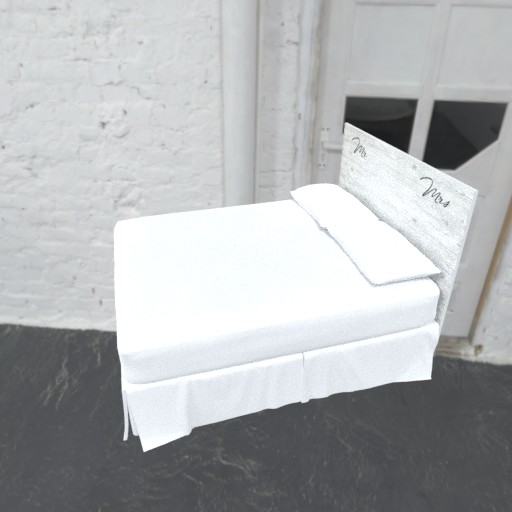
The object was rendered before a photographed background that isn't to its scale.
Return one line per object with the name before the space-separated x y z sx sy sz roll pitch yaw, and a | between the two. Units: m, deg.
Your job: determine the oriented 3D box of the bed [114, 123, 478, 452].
bed | 0.000 0.000 3.139 2.094 1.335 1.745 -8 31 -14
